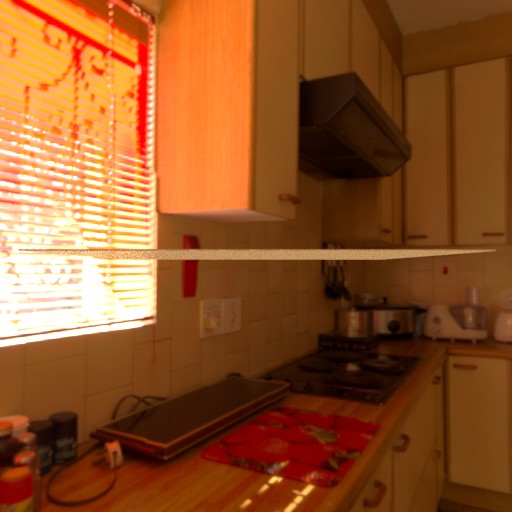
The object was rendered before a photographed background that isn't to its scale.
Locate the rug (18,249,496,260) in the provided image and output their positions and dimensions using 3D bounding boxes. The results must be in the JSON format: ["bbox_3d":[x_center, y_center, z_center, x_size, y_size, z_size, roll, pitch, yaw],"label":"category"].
[{"bbox_3d":[0.000,0.000,4.030,3.057,0.013,2.434,0,-2,-1],"label":"rug"}]
